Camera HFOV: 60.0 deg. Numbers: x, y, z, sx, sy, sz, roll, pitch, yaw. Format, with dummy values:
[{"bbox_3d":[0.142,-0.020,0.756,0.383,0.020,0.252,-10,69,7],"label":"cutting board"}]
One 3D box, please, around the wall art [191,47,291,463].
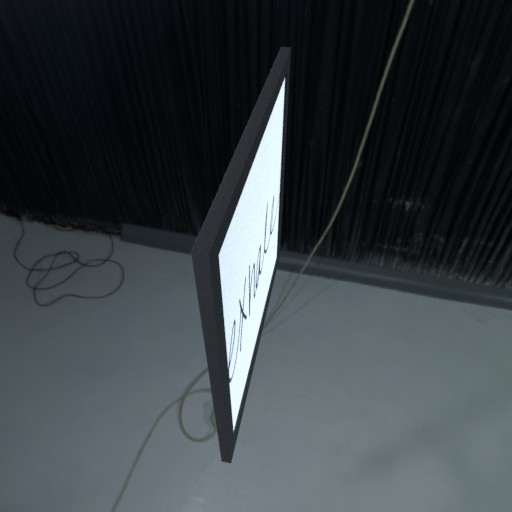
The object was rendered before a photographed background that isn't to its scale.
[{"bbox_3d":[0.000,0.000,0.533,0.012,0.357,0.358,8,46,8],"label":"wall art"}]
